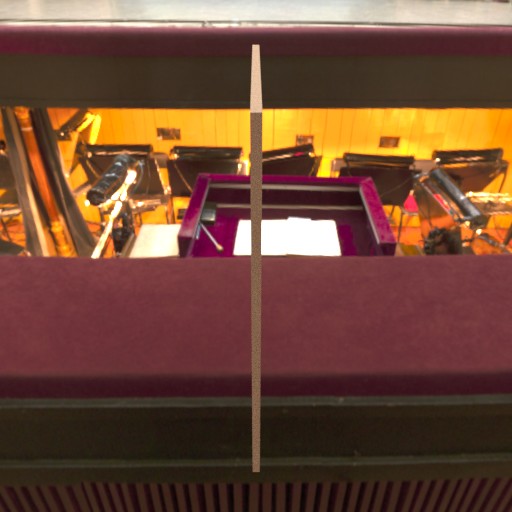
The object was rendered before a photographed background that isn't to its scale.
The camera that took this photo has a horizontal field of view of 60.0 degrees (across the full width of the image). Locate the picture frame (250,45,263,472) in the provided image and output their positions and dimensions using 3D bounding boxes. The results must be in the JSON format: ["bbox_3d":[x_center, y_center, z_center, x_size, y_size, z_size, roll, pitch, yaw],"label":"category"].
[{"bbox_3d":[0.000,0.000,0.831,0.013,0.657,0.457,0,33,0],"label":"picture frame"}]
